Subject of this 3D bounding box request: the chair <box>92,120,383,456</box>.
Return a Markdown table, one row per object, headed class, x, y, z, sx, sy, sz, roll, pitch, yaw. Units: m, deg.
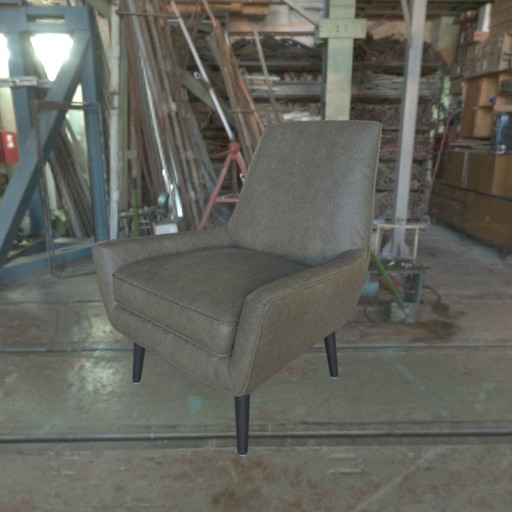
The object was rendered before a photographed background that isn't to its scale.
| class | x | y | z | sx | sy | sz | roll | pitch | yaw |
| --- | --- | --- | --- | --- | --- | --- | --- | --- | --- |
| chair | 0.000 | 0.000 | 1.497 | 0.787 | 0.888 | 0.824 | 14 | 21 | 41 |
